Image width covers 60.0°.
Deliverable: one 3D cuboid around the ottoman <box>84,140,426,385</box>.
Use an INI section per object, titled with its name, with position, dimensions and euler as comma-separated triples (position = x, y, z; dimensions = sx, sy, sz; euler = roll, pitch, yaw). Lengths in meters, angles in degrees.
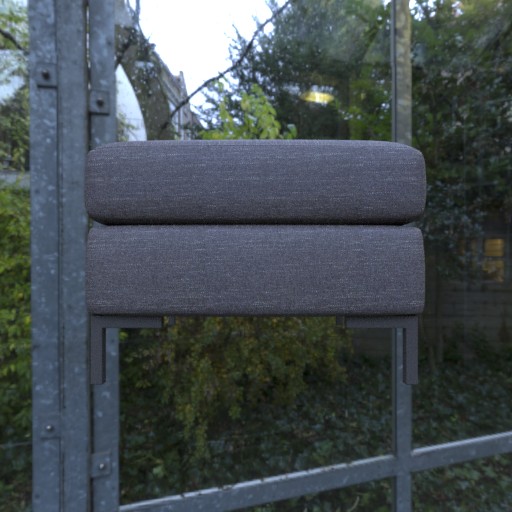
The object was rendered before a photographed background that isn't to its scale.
[ottoman]
position = 0.000, 0.000, 1.221
dimensions = 0.671, 0.490, 0.820
euler = 0, 0, 0
